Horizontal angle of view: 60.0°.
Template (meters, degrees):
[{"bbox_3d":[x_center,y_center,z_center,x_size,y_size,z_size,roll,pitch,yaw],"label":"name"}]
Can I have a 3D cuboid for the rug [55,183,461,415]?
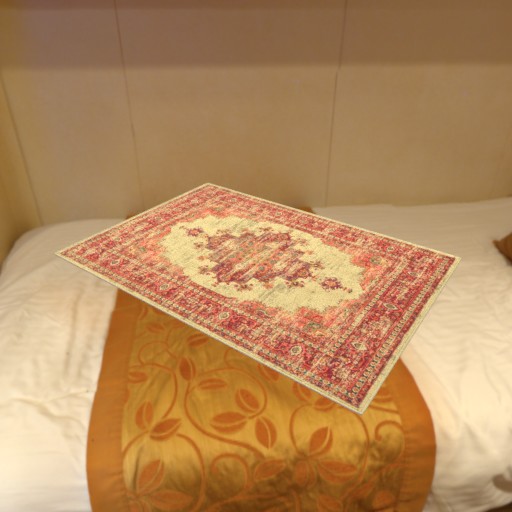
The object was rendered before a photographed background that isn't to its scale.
[{"bbox_3d":[0.000,0.000,3.803,2.878,0.014,2.005,21,37,30],"label":"rug"}]
